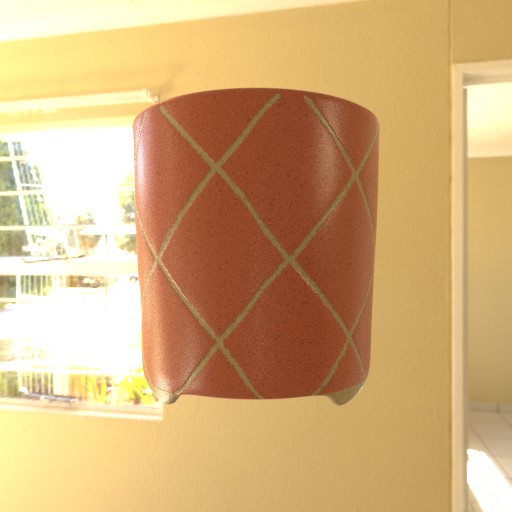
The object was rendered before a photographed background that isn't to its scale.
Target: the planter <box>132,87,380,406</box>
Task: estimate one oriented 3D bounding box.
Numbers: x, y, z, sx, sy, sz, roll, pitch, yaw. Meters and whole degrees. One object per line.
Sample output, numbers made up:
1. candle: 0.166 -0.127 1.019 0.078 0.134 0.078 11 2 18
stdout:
1. planter: 0.000 0.000 0.422 0.227 0.235 0.227 0 -1 0
